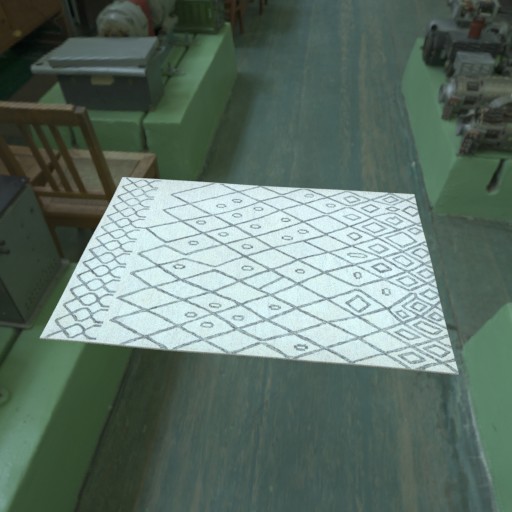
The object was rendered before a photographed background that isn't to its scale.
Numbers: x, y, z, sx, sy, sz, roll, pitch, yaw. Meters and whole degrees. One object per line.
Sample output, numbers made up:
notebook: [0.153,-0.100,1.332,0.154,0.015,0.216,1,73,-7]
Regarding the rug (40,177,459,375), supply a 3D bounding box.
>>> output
rug: [0.000,0.000,2.340,1.828,0.015,1.222,4,46,4]
